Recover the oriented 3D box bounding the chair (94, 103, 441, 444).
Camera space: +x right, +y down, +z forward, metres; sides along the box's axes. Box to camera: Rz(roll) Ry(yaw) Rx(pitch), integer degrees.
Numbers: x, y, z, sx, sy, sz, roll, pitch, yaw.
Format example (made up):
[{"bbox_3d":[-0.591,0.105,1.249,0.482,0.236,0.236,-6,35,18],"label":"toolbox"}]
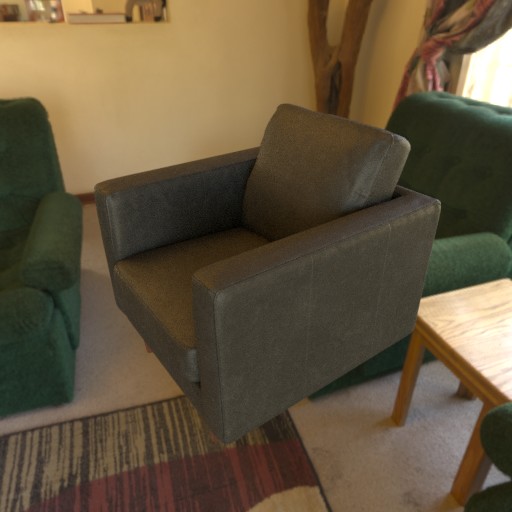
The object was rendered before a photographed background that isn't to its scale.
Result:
[{"bbox_3d":[0.000,0.000,1.566,0.879,0.898,0.831,-20,36,-30],"label":"chair"}]
